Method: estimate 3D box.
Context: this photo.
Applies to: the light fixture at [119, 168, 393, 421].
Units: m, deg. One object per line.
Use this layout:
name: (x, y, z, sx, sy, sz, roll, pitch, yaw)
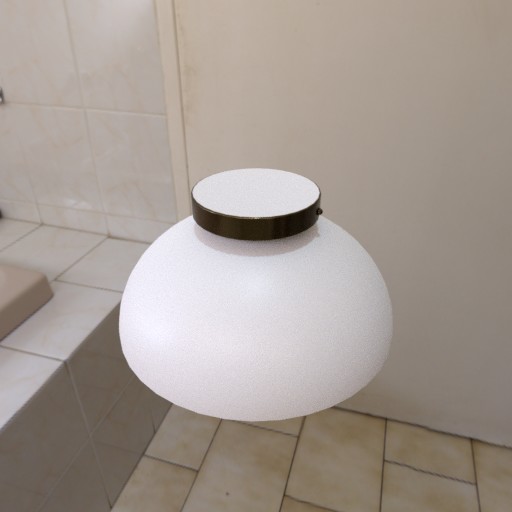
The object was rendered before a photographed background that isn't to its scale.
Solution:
light fixture: (0.000, 0.000, 0.553, 0.355, 0.177, 0.355, 0, 31, 0)
